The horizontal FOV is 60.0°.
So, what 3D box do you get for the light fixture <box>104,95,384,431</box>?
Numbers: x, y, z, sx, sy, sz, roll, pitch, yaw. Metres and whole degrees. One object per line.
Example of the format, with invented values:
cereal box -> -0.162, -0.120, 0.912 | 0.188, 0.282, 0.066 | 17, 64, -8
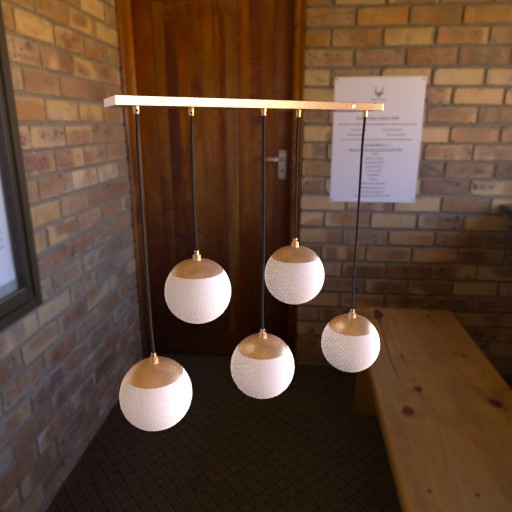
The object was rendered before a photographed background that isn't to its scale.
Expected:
light fixture -> 0.000, 0.000, 1.318 | 0.863, 0.869, 0.299 | -8, 18, -26
